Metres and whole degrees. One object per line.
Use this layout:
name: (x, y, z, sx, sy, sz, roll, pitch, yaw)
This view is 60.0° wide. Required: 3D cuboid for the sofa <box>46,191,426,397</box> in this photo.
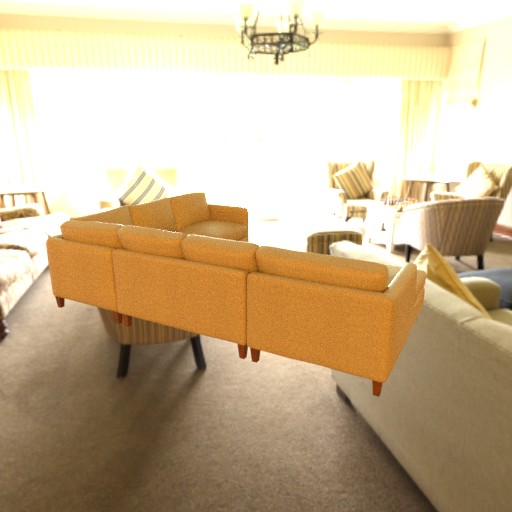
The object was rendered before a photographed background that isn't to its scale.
sofa: (0.000, 0.000, 4.789, 3.460, 0.961, 2.594, 9, 18, 27)
